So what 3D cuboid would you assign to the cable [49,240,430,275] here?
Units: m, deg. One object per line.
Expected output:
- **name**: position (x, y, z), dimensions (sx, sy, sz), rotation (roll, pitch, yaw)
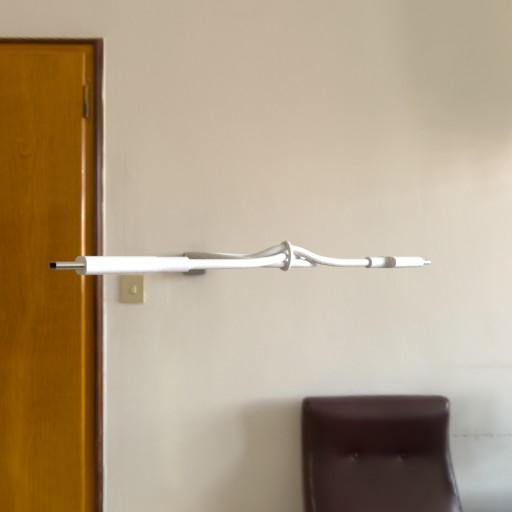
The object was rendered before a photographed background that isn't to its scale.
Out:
- **cable**: position (0.000, 0.000, 0.226), dimensions (0.203, 0.014, 0.070), rotation (0, 0, -36)
